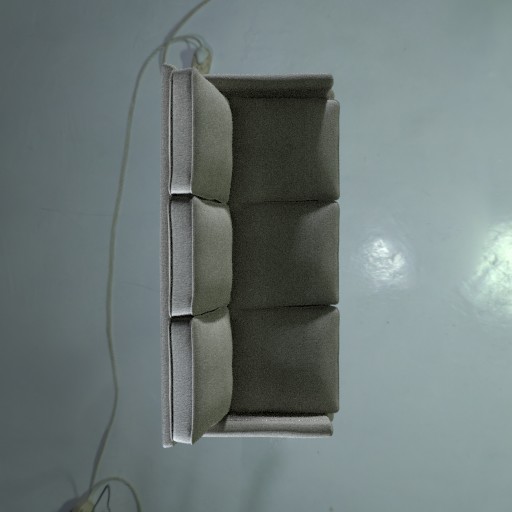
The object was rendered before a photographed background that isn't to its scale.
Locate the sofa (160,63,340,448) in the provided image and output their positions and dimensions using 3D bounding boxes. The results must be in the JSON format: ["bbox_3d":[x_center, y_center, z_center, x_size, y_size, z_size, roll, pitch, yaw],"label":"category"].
[{"bbox_3d":[0.000,0.000,2.837,1.084,1.003,2.246,0,90,-1],"label":"sofa"}]
